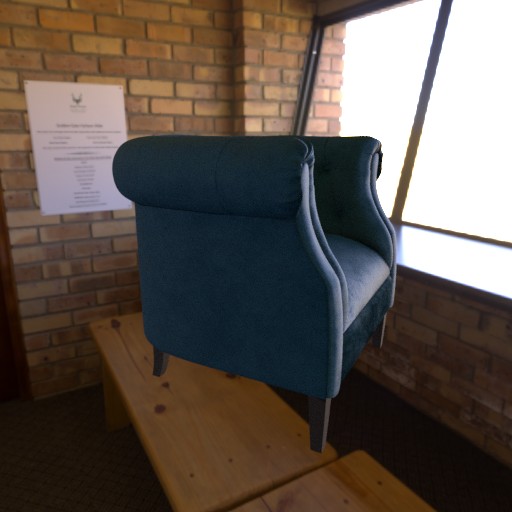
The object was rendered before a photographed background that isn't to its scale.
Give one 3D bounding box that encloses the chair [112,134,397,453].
[{"bbox_3d":[0.000,0.000,1.562,0.851,0.826,0.904,8,17,27],"label":"chair"}]
